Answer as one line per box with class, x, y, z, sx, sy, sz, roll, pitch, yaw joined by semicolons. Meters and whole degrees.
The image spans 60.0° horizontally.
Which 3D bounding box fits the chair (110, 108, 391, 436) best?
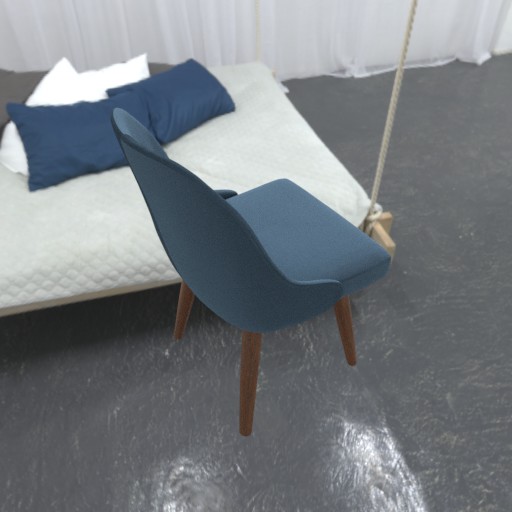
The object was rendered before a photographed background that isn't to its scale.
chair;0.000;0.000;1.209;0.589;0.882;0.503;-25;48;-25
